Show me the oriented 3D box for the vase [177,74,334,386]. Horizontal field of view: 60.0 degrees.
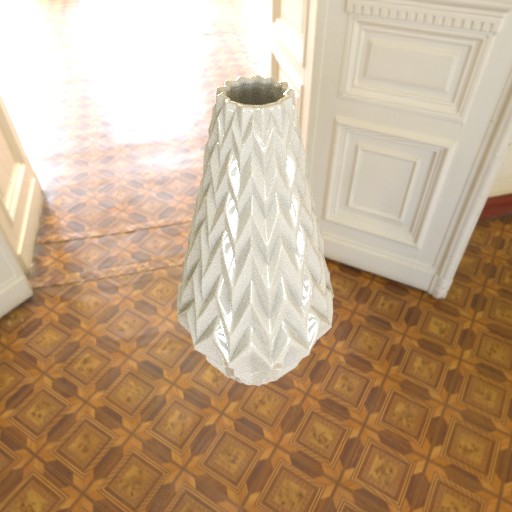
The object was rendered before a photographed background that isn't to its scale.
[{"bbox_3d":[0.000,0.000,0.426,0.167,0.328,0.167,0,44,0],"label":"vase"}]
